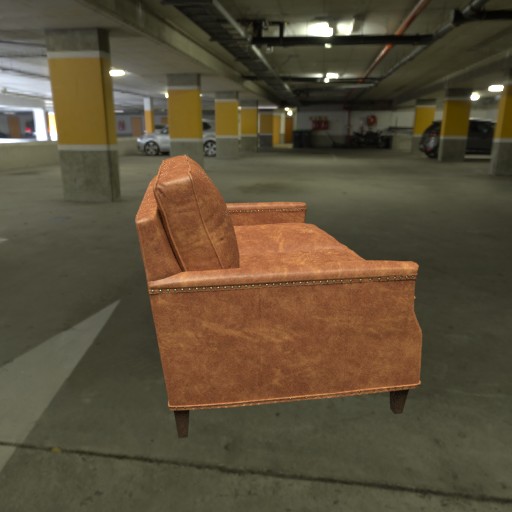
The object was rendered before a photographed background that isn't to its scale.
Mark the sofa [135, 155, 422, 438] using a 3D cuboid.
[{"bbox_3d":[0.000,0.000,2.329,1.084,1.003,1.597,-3,16,-9],"label":"sofa"}]
